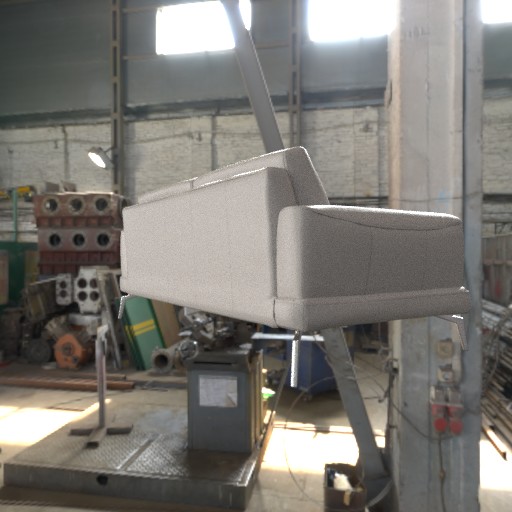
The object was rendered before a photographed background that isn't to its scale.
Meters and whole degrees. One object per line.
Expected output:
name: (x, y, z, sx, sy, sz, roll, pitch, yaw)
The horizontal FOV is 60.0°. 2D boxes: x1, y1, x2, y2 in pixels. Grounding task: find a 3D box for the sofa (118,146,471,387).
sofa: (0.000, 0.000, 2.735, 1.121, 0.930, 2.177, 0, 0, -34)
